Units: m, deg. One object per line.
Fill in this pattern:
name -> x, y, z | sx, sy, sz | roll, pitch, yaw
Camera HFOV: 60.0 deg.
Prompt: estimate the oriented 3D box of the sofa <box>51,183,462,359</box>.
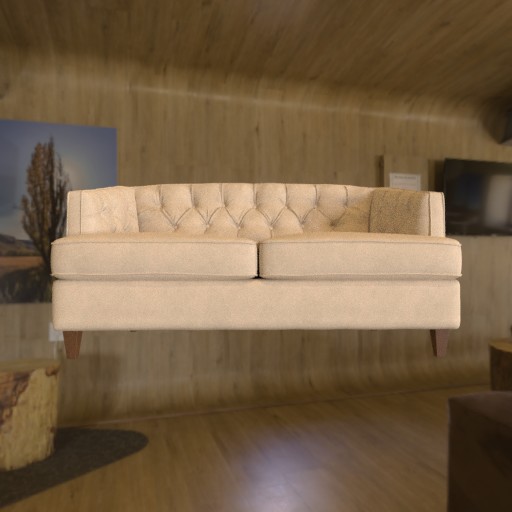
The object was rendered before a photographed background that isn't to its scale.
sofa -> 0.000, 0.000, 2.267 | 1.731, 0.878, 0.940 | 0, 0, -1
